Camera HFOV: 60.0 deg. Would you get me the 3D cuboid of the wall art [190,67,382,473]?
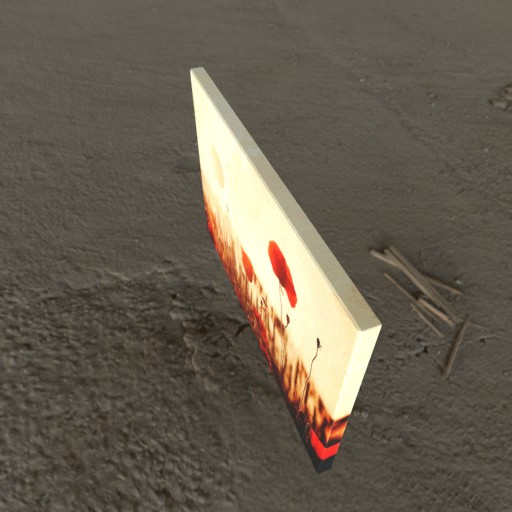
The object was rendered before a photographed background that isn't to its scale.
[{"bbox_3d":[0.000,0.000,1.142,0.038,0.602,0.918,-16,48,-14],"label":"wall art"}]
